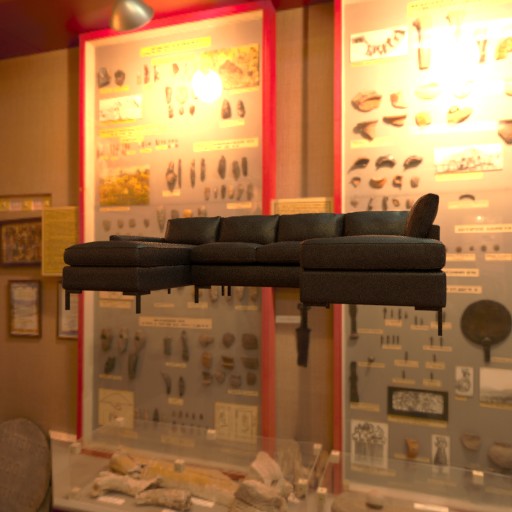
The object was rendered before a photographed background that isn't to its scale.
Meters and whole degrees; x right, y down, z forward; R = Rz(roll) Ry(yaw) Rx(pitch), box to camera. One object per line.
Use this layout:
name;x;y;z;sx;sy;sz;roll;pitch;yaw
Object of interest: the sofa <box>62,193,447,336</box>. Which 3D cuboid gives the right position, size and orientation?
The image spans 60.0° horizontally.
sofa;0.000;0.000;3.867;2.956;0.900;1.939;0;0;20
